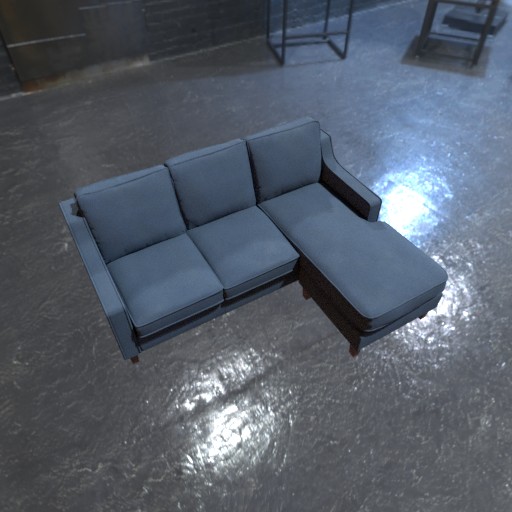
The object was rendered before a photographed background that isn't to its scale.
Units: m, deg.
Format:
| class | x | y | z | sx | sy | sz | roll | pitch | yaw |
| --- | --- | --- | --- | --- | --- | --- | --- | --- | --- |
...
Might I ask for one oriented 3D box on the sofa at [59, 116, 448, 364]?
| class | x | y | z | sx | sy | sz | roll | pitch | yaw |
| --- | --- | --- | --- | --- | --- | --- | --- | --- | --- |
| sofa | 0.000 | 0.000 | 3.373 | 2.317 | 1.066 | 1.858 | -23 | 51 | -20 |
